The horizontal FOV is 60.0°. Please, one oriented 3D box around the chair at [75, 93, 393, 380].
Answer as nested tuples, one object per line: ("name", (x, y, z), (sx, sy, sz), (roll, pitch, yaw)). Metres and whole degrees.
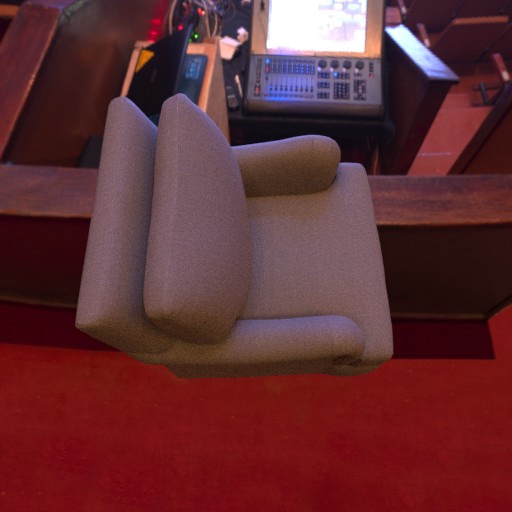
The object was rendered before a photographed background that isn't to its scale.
("chair", (0.000, 0.000, 1.864), (1.070, 1.038, 0.955), (-1, 65, -1))
